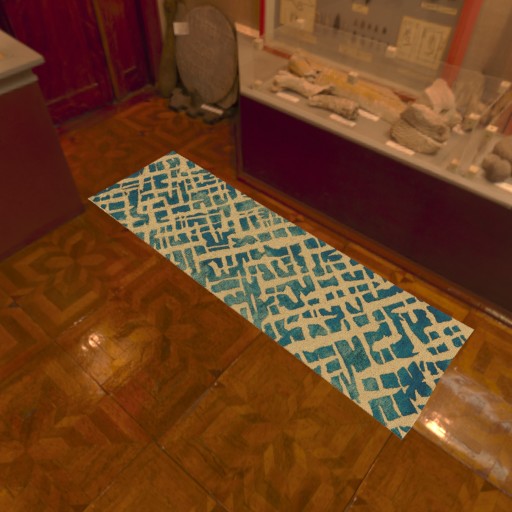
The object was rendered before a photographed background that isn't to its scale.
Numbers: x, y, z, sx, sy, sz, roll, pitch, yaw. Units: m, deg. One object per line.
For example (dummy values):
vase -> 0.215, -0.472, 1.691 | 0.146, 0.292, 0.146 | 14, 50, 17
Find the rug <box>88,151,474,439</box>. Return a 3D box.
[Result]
rug -> 0.000, 0.000, 2.707 | 2.446, 0.011, 0.768 | 34, 56, 27
